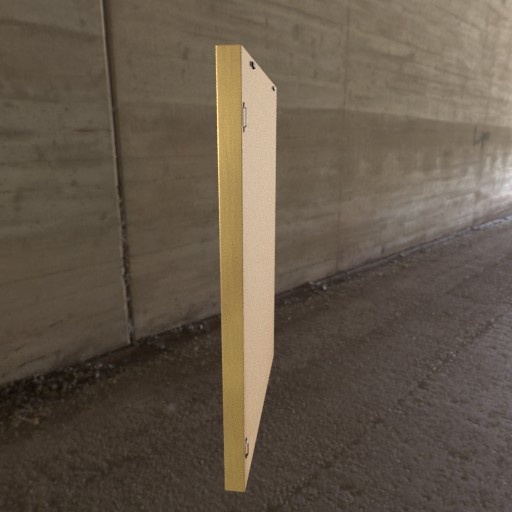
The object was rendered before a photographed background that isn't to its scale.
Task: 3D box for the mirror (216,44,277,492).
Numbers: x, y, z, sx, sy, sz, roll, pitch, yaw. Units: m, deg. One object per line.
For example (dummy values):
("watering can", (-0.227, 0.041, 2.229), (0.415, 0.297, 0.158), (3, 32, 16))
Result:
("mirror", (0.000, 0.000, 0.920), (0.040, 0.710, 0.507), (2, 15, 8))
